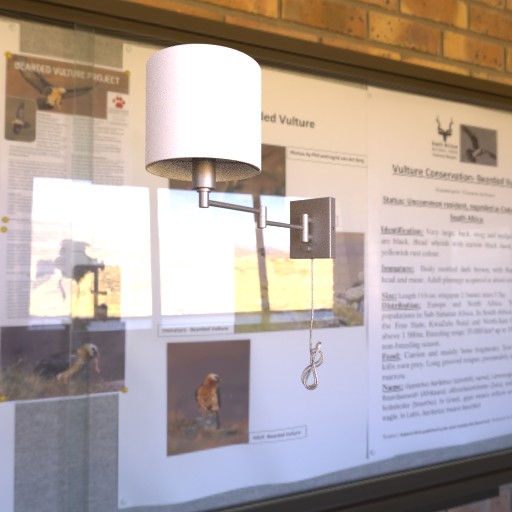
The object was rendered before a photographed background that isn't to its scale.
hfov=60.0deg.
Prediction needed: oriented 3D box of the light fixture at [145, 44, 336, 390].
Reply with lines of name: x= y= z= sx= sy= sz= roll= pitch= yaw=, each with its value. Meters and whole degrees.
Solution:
light fixture: x=0.000 y=0.000 z=0.912 sx=0.203 sy=0.651 sz=0.516 roll=-1 pitch=-2 yaw=36
